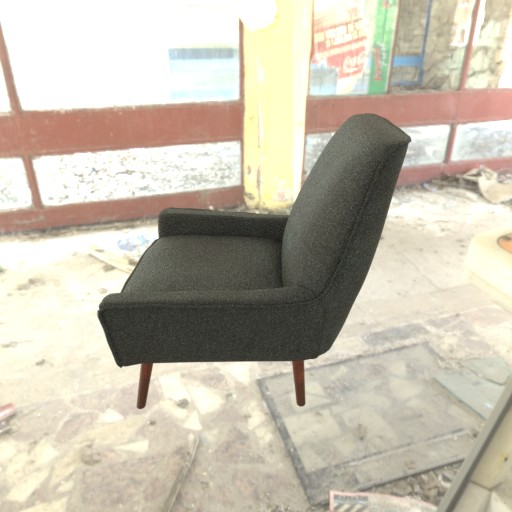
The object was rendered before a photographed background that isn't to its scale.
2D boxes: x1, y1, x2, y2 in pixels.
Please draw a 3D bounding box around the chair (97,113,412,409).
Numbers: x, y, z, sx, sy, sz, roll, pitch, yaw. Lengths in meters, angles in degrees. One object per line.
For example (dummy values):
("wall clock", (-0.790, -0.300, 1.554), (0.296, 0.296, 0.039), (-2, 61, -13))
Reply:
("chair", (0.000, 0.000, 1.504), (0.859, 0.883, 0.763), (1, 26, 2))
